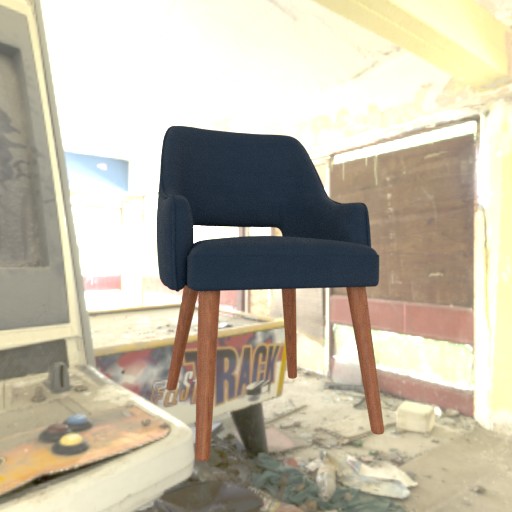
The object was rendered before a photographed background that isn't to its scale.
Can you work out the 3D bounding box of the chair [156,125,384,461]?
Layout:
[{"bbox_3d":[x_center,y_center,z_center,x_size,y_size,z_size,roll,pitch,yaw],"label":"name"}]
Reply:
[{"bbox_3d":[0.000,0.000,1.258,0.559,0.844,0.591,0,0,-19],"label":"chair"}]
